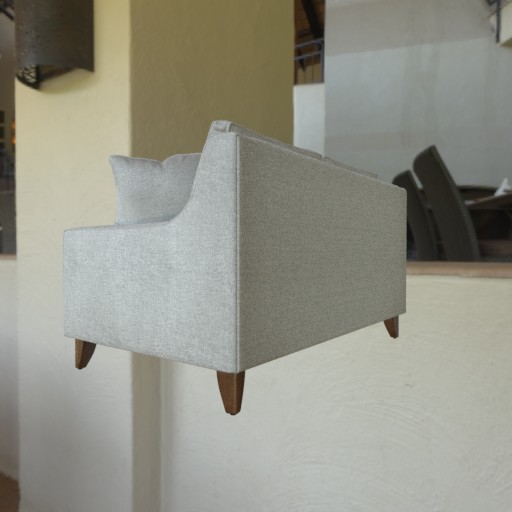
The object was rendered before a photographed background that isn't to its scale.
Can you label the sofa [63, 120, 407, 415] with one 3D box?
[{"bbox_3d":[0.000,0.000,2.006,0.915,0.863,1.422,1,1,37],"label":"sofa"}]
